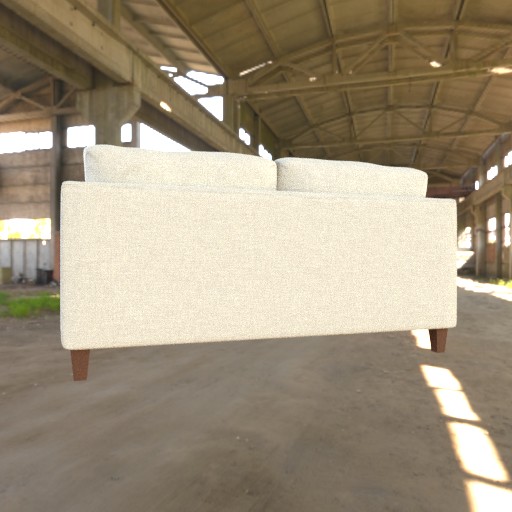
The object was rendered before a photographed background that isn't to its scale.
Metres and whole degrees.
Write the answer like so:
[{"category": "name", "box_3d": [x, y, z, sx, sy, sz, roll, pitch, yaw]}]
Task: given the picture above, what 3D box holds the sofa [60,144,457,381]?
[{"category": "sofa", "box_3d": [0.000, 0.000, 2.375, 1.838, 0.963, 0.950, 0, 0, -17]}]
